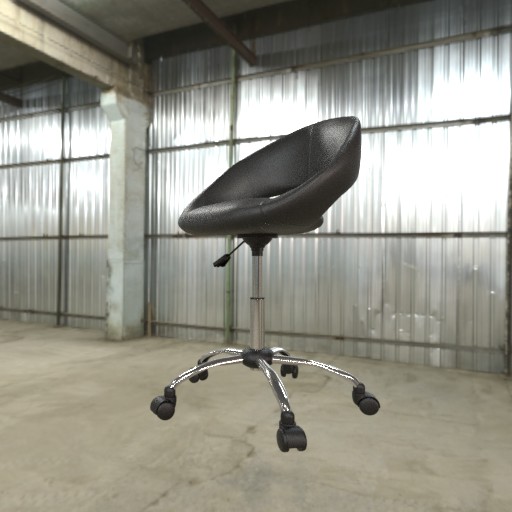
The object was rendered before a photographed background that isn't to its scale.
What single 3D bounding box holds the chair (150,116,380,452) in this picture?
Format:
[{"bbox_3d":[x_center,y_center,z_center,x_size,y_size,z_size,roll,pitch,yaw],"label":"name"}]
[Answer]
[{"bbox_3d":[0.000,0.000,1.186,0.538,0.791,0.612,0,0,-37],"label":"chair"}]
